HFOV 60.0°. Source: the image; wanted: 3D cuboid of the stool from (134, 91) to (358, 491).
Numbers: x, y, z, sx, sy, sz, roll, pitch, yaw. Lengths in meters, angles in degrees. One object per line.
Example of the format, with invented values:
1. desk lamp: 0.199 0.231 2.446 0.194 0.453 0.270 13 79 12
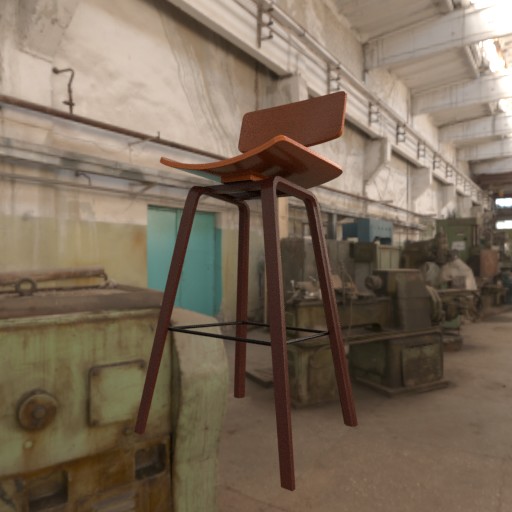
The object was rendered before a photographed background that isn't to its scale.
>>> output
1. stool: 0.000 0.000 1.240 0.509 0.969 0.440 1 1 36
